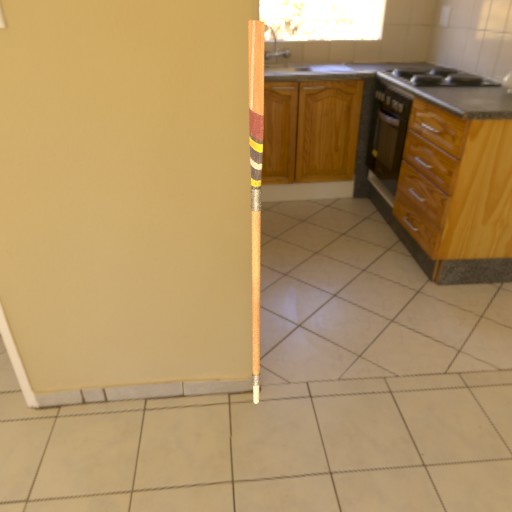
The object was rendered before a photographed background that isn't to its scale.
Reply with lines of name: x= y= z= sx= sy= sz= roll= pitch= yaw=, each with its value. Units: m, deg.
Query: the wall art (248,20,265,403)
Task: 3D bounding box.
wall art: x=0.000 y=0.000 z=1.657 sx=0.038 sy=1.556 sz=0.146 roll=-8 pitch=31 yaw=-13
